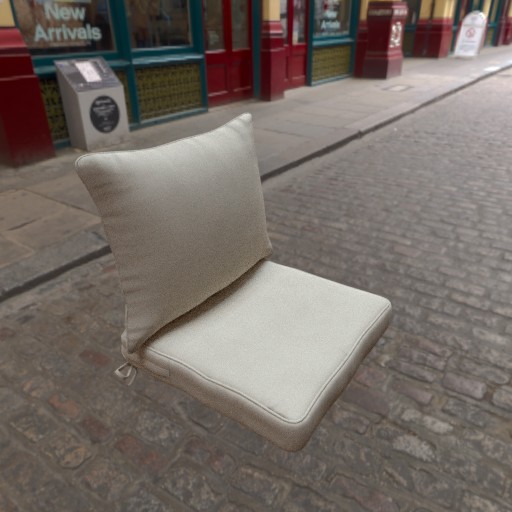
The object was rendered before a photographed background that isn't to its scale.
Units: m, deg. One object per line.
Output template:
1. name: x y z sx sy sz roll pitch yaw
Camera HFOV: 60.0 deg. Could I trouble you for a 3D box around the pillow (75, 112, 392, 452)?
1. pillow: 0.000 0.000 1.396 0.733 0.716 0.798 18 33 30
